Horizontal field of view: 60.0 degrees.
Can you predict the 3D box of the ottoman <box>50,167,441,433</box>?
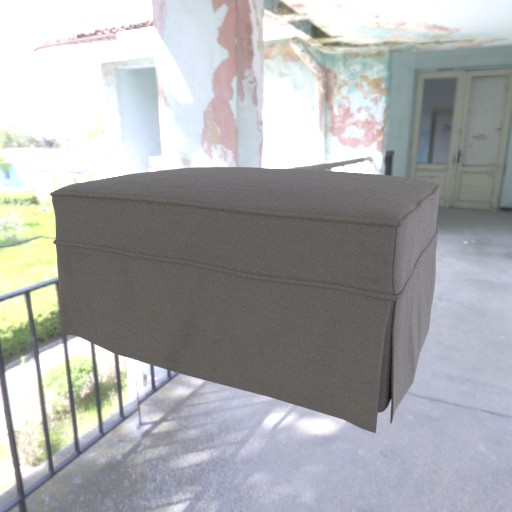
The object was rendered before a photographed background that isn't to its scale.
[{"bbox_3d":[0.000,0.000,1.269,0.944,0.479,0.703,8,17,26],"label":"ottoman"}]
